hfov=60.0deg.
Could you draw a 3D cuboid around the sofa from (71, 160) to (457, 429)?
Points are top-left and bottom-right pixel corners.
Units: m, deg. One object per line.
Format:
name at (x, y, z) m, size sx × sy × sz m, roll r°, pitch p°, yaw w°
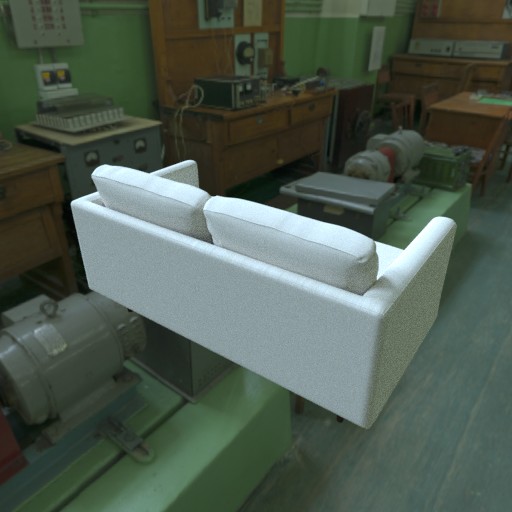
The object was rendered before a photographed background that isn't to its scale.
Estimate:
sofa at (0.000, 0.000, 2.298) m, size 1.713 × 0.893 × 0.940 m, roll 19°, pitch 35°, yaw 31°
